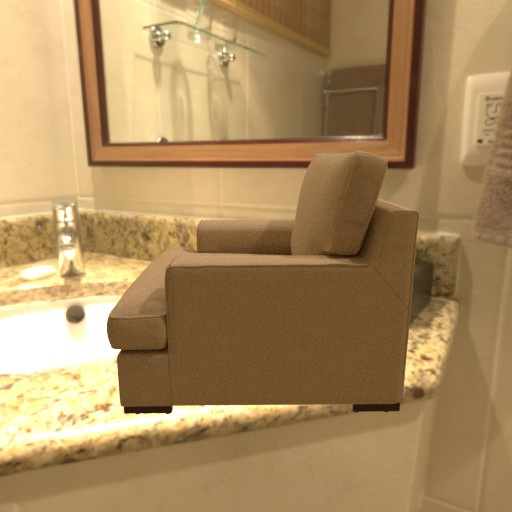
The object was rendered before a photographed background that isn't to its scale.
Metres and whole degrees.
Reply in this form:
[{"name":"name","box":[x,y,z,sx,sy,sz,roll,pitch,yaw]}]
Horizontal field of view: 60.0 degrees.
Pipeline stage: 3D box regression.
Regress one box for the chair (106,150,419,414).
[{"name":"chair","box":[0.000,0.000,2.177,1.274,1.005,1.293,-2,13,-8]}]
